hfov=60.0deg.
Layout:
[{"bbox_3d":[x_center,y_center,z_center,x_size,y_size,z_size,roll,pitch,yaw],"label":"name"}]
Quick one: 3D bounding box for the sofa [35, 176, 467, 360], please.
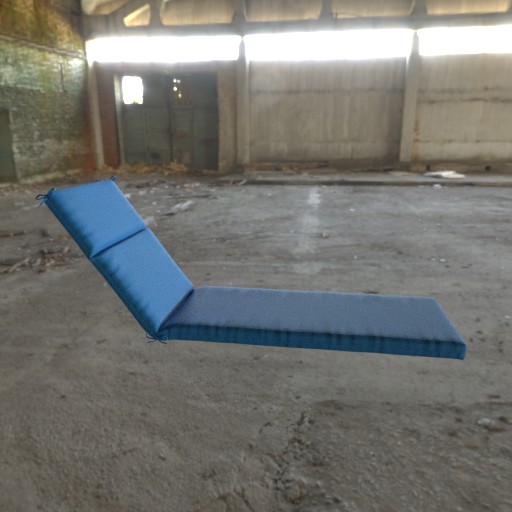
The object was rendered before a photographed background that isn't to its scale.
[{"bbox_3d":[0.000,0.000,1.929,1.663,0.622,0.582,2,16,8],"label":"sofa"}]
